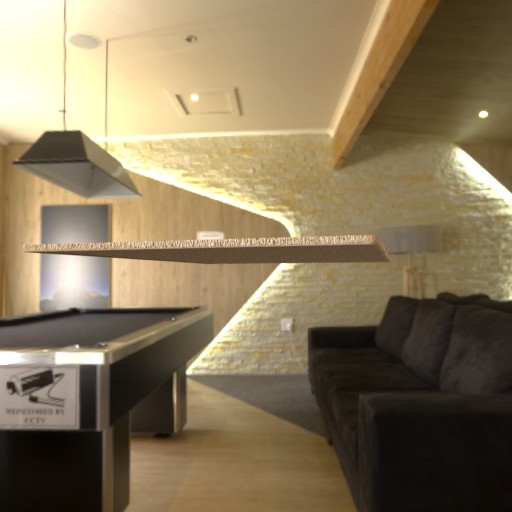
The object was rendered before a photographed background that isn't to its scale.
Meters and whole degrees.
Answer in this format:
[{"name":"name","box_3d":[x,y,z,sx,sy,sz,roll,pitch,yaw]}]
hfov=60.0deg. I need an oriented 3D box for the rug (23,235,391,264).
[{"name":"rug","box_3d":[0.000,0.000,2.108,1.199,0.025,1.600,-1,-3,18]}]
